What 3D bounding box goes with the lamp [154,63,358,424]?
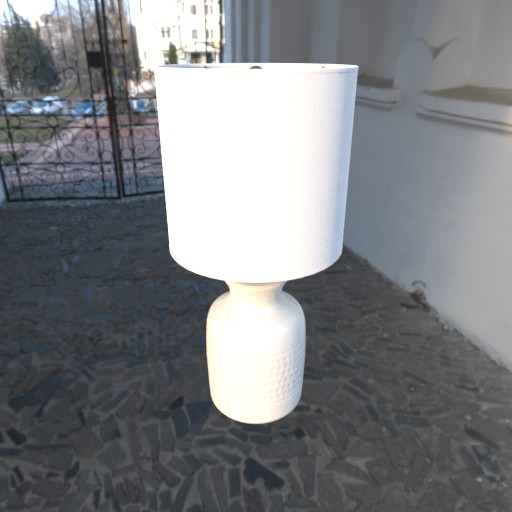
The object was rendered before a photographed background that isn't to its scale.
[{"bbox_3d":[0.000,0.000,0.497,0.188,0.392,0.188,0,25,1],"label":"lamp"}]
